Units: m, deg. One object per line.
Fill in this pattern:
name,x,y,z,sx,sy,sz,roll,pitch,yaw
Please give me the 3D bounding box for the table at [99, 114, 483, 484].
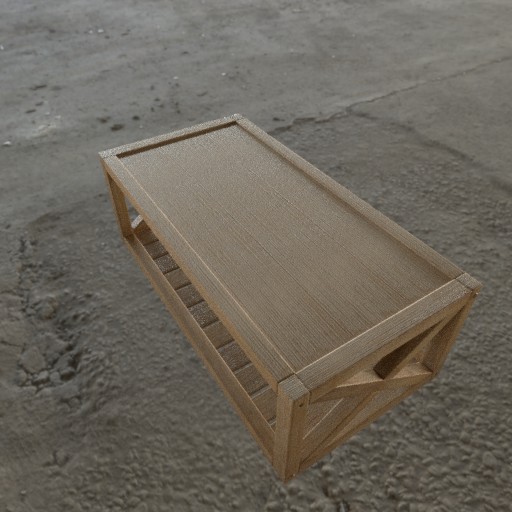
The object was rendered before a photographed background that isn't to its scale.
table,0.000,0.000,1.659,0.660,0.457,1.321,-24,47,-24
